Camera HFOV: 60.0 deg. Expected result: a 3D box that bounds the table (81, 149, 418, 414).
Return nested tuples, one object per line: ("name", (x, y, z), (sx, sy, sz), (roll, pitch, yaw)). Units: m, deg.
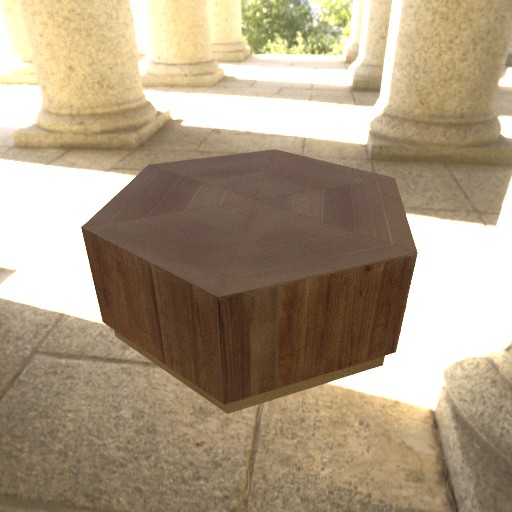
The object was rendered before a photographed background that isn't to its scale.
("table", (0.000, 0.000, 1.655), (1.154, 0.456, 1.000), (-11, 33, -18))
